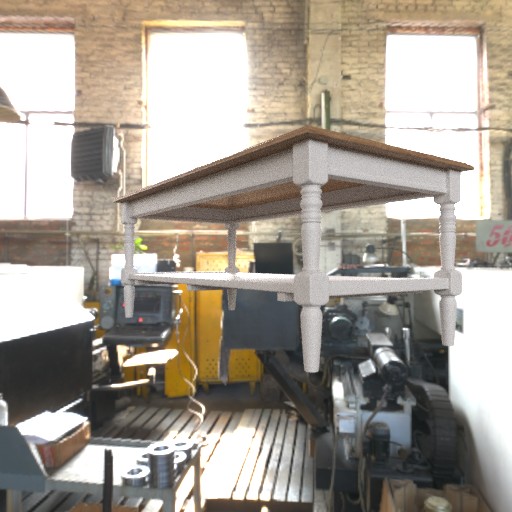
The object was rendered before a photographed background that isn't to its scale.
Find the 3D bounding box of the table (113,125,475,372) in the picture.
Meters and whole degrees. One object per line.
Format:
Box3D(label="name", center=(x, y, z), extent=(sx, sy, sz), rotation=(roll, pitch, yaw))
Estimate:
Box3D(label="table", center=(0.000, 0.000, 1.405), extent=(0.559, 0.458, 1.118), rotation=(1, -1, -35))
